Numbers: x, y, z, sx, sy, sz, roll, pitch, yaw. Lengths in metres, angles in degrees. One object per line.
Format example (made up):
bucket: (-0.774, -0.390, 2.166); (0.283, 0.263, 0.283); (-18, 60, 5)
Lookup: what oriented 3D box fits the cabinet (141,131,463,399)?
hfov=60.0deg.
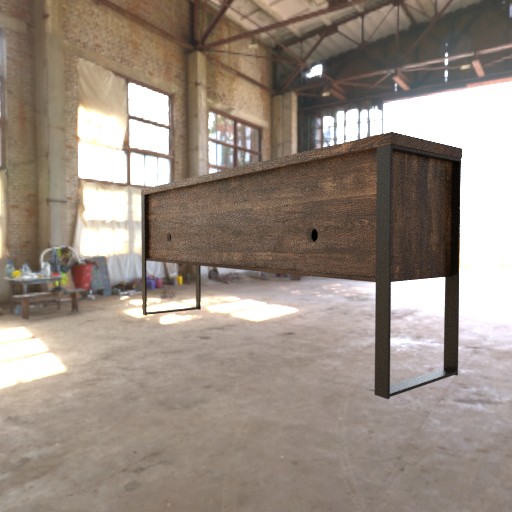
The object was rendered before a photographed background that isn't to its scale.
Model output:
cabinet: (0.000, 0.000, 2.095); (0.395, 0.762, 1.800); (-2, 3, -37)
